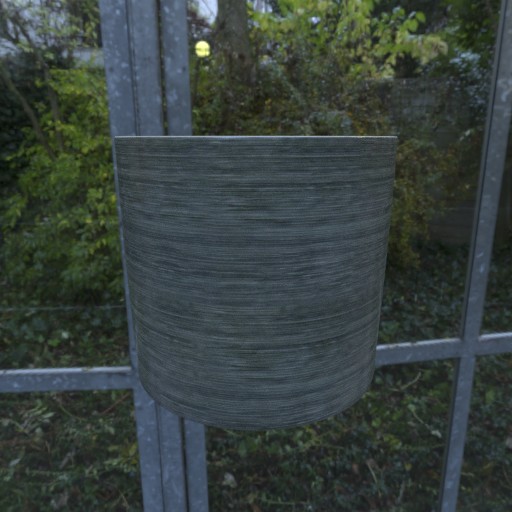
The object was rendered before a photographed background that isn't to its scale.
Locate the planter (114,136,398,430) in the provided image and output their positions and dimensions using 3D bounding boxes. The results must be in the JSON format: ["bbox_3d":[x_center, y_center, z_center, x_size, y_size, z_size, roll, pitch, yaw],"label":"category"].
[{"bbox_3d":[0.000,0.000,0.388,0.221,0.201,0.221,0,15,0],"label":"planter"}]
